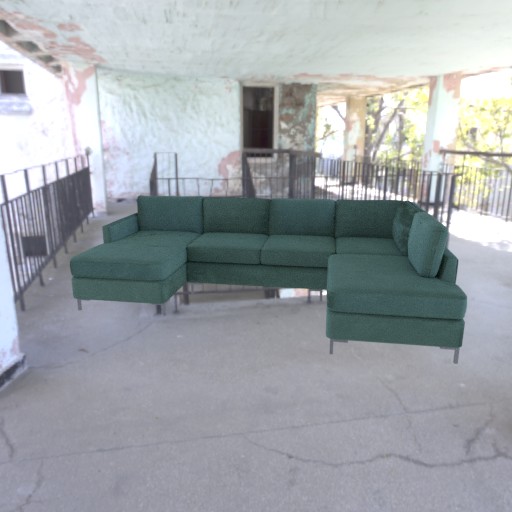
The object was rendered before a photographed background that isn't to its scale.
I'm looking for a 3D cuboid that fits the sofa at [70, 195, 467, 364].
[{"bbox_3d":[0.000,0.000,4.397,3.434,0.992,2.055,2,15,9],"label":"sofa"}]
